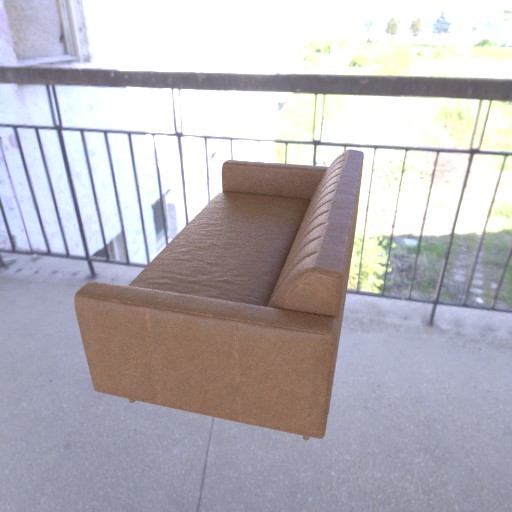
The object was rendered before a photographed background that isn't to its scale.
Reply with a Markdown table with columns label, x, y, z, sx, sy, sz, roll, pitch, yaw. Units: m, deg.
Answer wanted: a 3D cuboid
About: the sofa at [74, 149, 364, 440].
| label | x | y | z | sx | sy | sz | roll | pitch | yaw |
| --- | --- | --- | --- | --- | --- | --- | --- | --- | --- |
| sofa | 0.000 | 0.000 | 2.393 | 0.993 | 0.821 | 1.847 | 7 | 29 | 13 |
